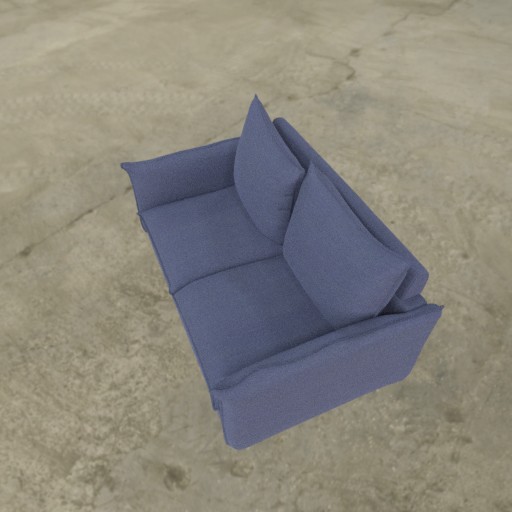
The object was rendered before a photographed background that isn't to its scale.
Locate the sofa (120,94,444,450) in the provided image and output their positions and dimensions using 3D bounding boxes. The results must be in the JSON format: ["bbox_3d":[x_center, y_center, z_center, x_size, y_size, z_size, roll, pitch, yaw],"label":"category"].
[{"bbox_3d":[0.000,0.000,1.891,0.820,0.840,1.300,-18,49,-16],"label":"sofa"}]
